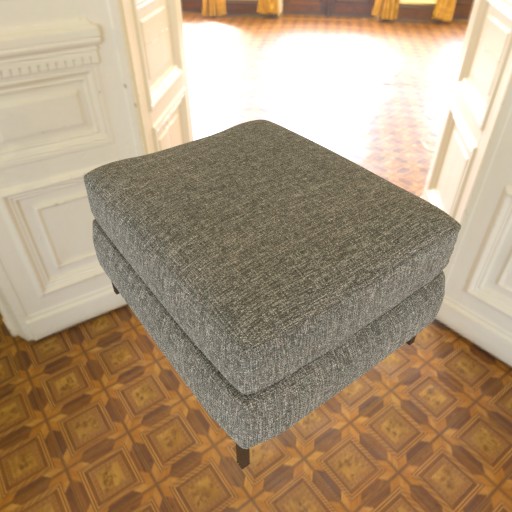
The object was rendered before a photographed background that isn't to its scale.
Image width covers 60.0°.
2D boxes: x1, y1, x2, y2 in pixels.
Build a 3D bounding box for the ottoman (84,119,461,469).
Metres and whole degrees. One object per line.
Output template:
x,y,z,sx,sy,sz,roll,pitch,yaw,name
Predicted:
0.000,0.000,1.223,0.683,0.480,0.828,-26,46,-27,ottoman
